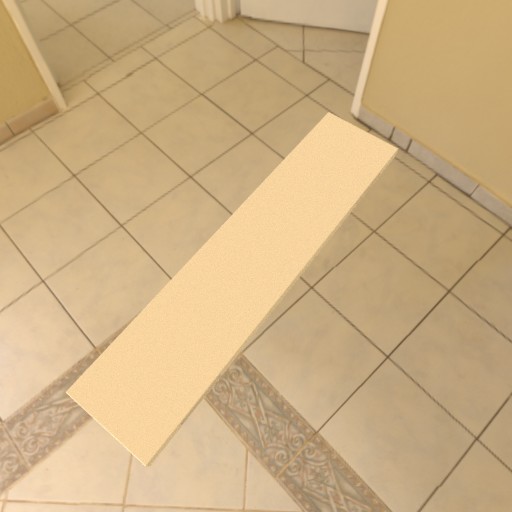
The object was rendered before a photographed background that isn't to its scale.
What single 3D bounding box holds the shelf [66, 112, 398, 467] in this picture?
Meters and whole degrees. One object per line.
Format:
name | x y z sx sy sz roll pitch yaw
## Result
shelf | 0.000 0.000 0.662 0.140 0.020 0.610 34 67 17
